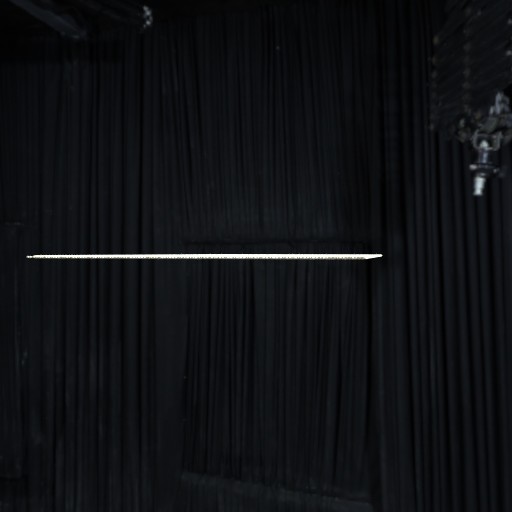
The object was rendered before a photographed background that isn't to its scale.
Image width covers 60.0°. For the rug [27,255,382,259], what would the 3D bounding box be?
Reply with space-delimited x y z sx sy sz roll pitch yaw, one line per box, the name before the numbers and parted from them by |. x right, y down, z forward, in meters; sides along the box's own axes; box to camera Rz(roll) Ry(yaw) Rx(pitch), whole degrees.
rug | 0.000 0.000 2.871 1.514 0.011 2.233 0 0 17
